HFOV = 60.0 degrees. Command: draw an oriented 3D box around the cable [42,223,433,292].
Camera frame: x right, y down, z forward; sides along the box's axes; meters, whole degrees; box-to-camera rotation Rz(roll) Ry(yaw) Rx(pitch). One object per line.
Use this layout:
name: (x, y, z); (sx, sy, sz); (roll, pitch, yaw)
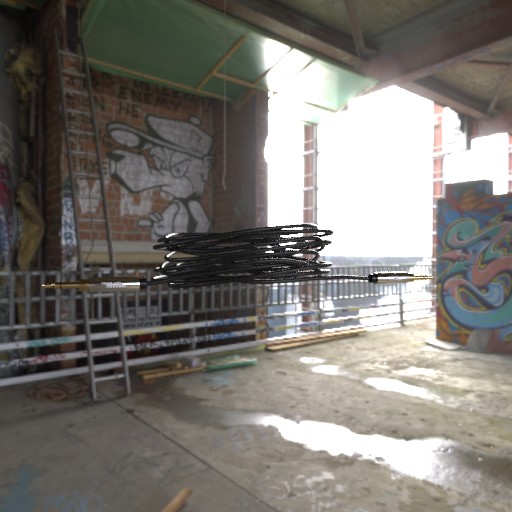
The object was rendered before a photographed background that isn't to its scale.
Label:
cable: (0.000, 0.000, 0.508); (0.432, 0.069, 0.198); (0, 0, -19)
